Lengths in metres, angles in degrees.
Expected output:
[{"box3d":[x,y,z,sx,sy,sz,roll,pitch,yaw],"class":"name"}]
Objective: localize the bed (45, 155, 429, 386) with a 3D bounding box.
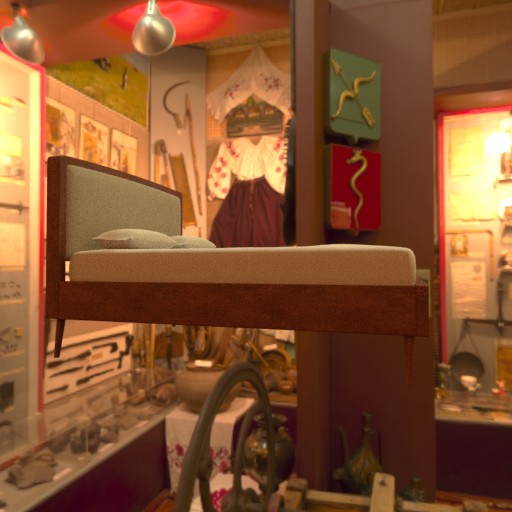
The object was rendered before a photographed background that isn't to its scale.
[{"box3d":[0.000,0.000,3.129,2.196,1.275,1.587,0,-1,19],"class":"bed"}]
